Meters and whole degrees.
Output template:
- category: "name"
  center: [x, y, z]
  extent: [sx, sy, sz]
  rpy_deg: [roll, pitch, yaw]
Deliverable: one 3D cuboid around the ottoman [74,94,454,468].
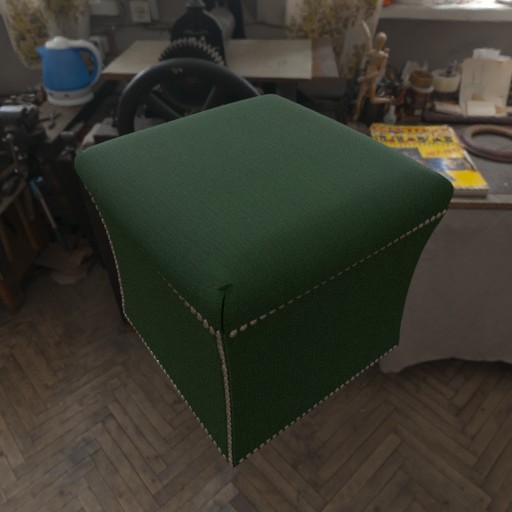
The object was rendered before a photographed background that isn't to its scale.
- category: "ottoman"
  center: [0.000, 0.000, 0.905]
  extent: [0.497, 0.475, 0.507]
  rpy_deg: [-26, 47, -27]
